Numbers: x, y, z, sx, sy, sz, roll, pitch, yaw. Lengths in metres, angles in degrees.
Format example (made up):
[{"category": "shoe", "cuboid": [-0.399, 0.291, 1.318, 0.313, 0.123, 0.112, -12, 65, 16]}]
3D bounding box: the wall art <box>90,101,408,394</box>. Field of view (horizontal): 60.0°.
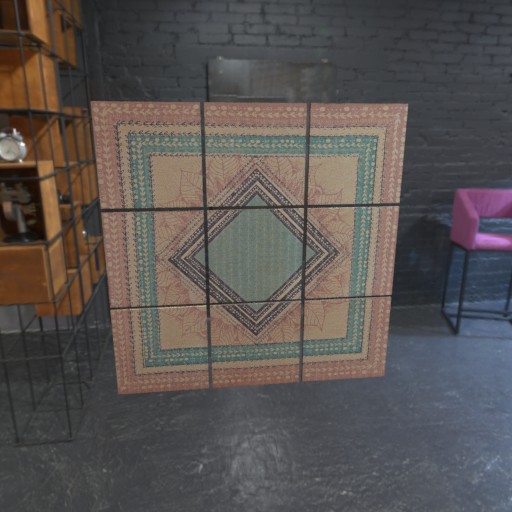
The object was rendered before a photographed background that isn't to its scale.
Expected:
[{"category": "wall art", "cuboid": [0.000, 0.000, 1.853, 1.215, 1.213, 0.013, -2, 16, -7]}]
